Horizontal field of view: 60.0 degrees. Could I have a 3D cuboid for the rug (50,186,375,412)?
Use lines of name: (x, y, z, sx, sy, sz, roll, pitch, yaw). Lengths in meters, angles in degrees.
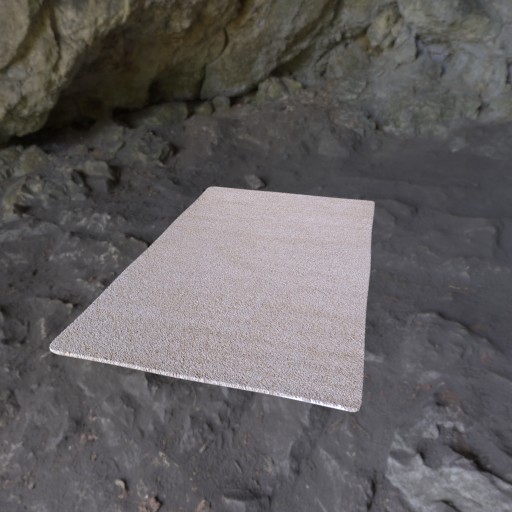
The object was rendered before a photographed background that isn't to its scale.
rug: (0.000, 0.000, 2.976, 1.500, 0.026, 2.349, 7, 30, 13)
